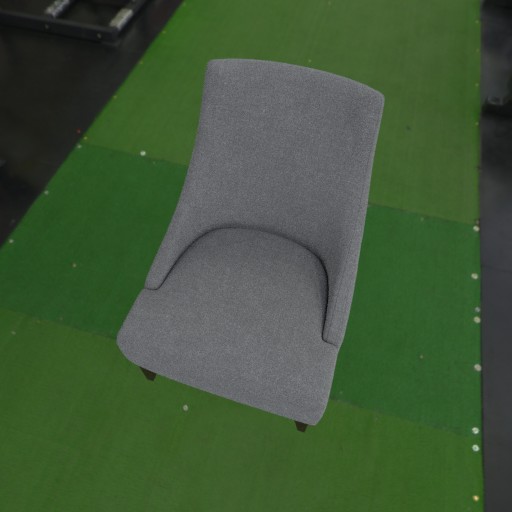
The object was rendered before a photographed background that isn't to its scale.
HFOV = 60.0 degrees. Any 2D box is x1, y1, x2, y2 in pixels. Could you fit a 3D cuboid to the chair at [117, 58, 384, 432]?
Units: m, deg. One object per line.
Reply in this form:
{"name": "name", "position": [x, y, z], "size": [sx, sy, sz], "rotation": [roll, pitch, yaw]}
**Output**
{"name": "chair", "position": [0.000, 0.000, 1.497], "size": [0.701, 0.909, 0.861], "rotation": [15, 58, 10]}
